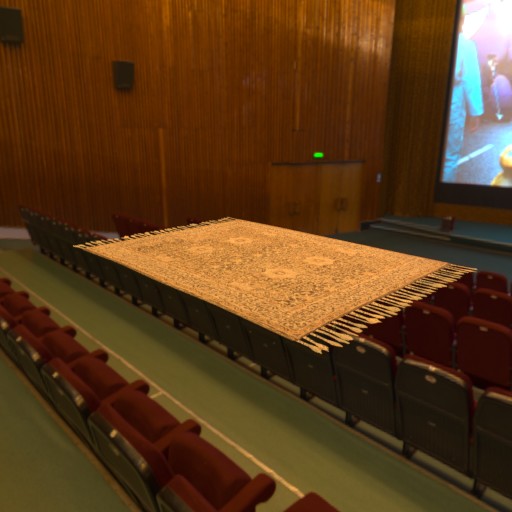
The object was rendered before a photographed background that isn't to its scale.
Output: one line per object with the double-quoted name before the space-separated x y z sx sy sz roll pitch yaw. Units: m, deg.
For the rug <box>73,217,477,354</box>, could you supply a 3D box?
"rug" 0.000 0.000 3.144 1.619 0.023 2.465 -15 22 -42
